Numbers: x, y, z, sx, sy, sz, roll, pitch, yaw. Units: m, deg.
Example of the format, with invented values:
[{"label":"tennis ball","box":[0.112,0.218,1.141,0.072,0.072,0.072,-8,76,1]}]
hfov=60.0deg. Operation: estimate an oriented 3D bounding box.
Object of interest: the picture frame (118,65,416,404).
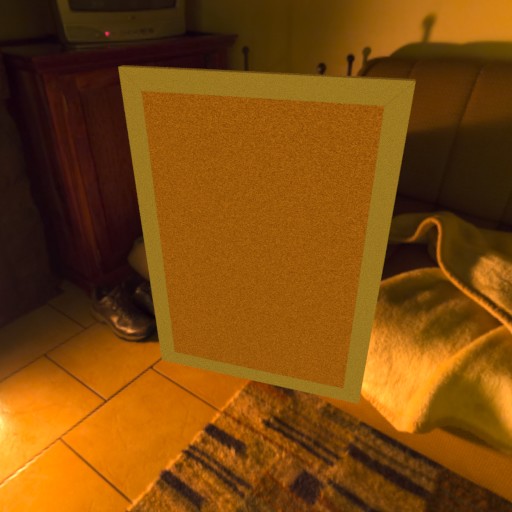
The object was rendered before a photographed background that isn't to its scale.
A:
[{"label":"picture frame","box":[0.000,0.000,0.593,0.326,0.459,0.011,9,32,14]}]
